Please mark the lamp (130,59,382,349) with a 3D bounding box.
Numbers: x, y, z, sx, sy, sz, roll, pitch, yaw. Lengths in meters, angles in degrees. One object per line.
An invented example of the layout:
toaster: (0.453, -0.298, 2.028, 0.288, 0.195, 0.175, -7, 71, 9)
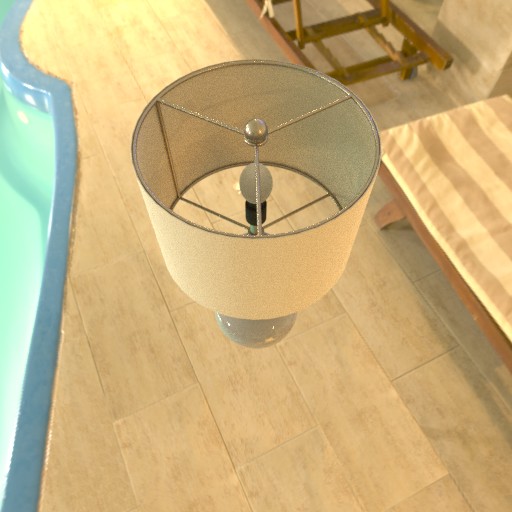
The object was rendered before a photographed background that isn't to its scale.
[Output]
lamp: (0.000, 0.000, 0.941, 0.367, 0.730, 0.367, -17, 60, -10)
